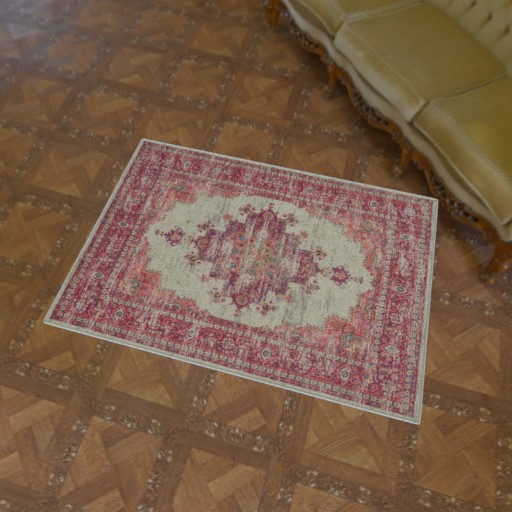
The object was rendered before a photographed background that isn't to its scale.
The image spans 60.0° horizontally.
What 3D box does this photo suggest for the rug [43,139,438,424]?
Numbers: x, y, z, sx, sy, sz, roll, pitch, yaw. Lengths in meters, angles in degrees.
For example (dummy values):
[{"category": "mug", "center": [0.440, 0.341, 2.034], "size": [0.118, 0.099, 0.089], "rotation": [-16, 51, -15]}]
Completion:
[{"category": "rug", "center": [0.000, 0.000, 3.714], "size": [2.878, 0.014, 2.005], "rotation": [13, 61, 7]}]
